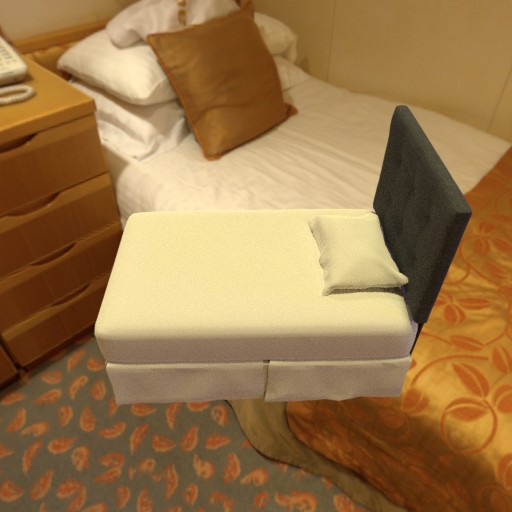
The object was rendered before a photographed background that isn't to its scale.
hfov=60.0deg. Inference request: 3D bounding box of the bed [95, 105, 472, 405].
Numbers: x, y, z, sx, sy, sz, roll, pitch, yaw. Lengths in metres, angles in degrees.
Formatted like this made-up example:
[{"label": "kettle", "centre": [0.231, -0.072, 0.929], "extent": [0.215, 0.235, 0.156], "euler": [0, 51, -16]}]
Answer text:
[{"label": "bed", "centre": [0.000, 0.000, 2.944], "extent": [1.997, 1.571, 1.261], "euler": [-1, 43, -1]}]
